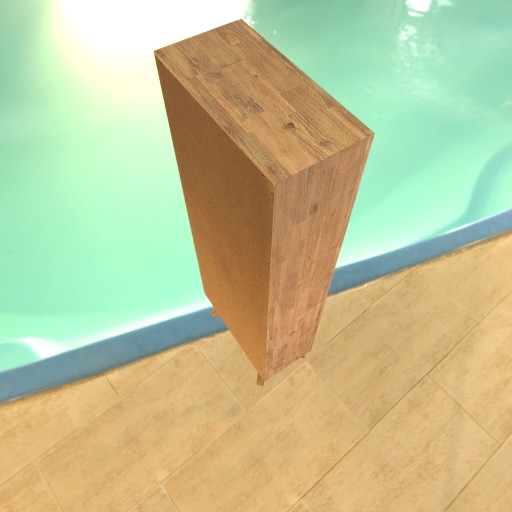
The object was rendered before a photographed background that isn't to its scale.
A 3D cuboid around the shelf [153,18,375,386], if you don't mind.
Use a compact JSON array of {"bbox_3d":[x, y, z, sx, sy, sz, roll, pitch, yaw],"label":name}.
[{"bbox_3d":[0.000,0.000,1.517,0.267,1.342,0.491,-29,62,-17],"label":"shelf"}]
